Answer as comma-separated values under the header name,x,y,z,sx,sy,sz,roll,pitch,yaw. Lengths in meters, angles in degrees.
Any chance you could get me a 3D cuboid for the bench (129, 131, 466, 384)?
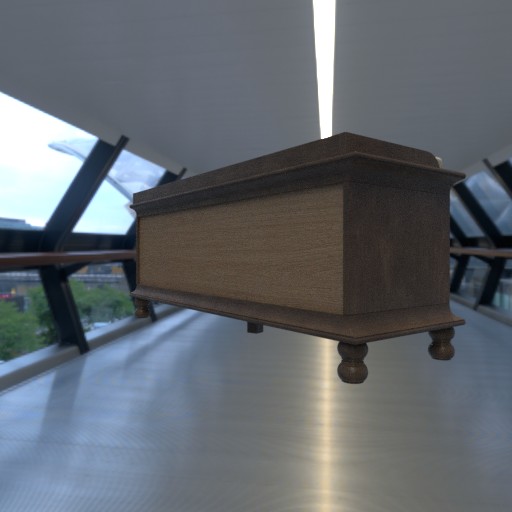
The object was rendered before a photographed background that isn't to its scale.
name,x,y,z,sx,sy,sz,roll,pitch,yaw
bench,0.000,0.000,1.440,0.402,0.501,1.185,0,1,-36
